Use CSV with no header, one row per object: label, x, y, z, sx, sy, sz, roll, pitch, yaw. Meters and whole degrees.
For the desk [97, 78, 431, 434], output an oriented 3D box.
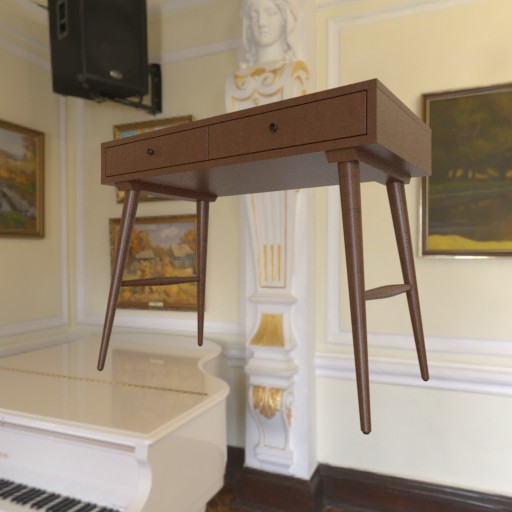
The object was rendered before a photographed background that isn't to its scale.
desk,0.000,0.000,1.404,0.949,0.758,0.510,0,0,35
